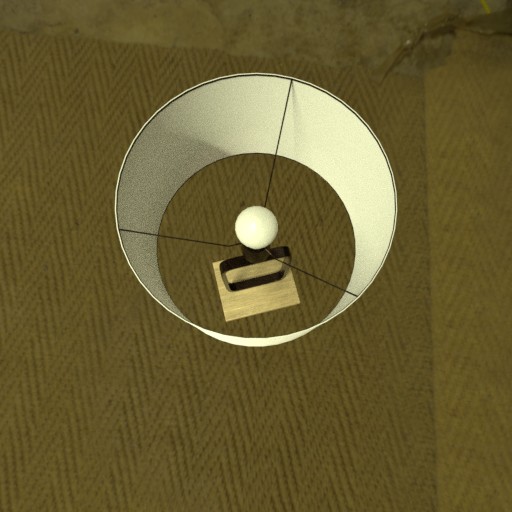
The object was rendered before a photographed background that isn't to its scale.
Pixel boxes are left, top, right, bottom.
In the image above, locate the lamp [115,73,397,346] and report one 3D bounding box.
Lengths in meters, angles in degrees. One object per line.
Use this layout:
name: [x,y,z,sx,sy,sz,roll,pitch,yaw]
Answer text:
lamp: [0.000,0.000,0.685,0.279,0.508,0.279,-13,77,-3]
